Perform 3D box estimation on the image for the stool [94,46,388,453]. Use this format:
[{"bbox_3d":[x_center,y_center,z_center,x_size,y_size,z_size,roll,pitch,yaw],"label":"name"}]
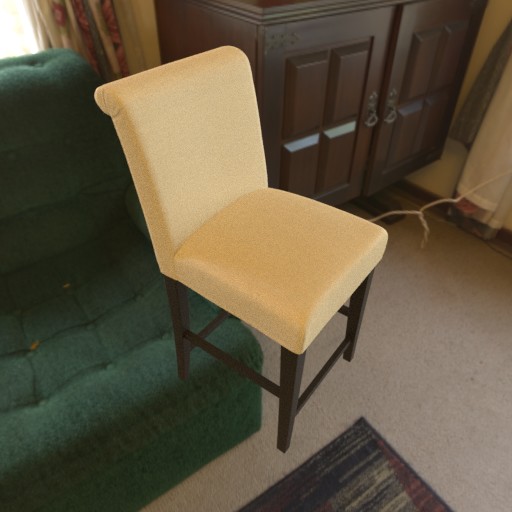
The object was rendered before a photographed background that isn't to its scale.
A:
[{"bbox_3d":[0.000,0.000,1.283,0.597,0.976,0.452,25,45,28],"label":"stool"}]
